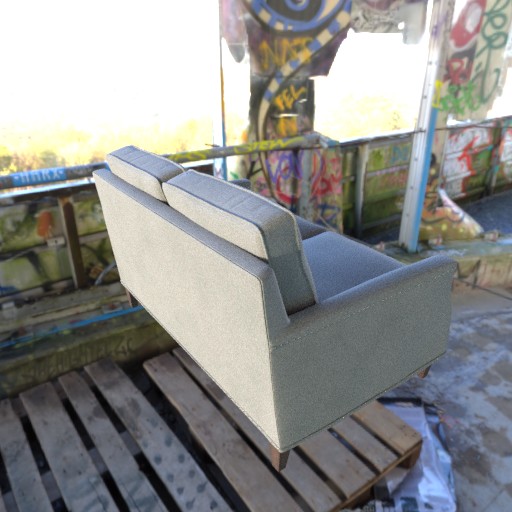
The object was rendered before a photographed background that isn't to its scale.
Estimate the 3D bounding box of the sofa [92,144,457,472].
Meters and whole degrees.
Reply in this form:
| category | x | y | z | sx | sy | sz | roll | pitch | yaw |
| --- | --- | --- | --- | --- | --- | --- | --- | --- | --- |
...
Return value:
| category | x | y | z | sx | sy | sz | roll | pitch | yaw |
| --- | --- | --- | --- | --- | --- | --- | --- | --- | --- |
| sofa | 0.000 | 0.000 | 2.219 | 1.084 | 1.003 | 1.597 | -17 | 30 | -32 |
